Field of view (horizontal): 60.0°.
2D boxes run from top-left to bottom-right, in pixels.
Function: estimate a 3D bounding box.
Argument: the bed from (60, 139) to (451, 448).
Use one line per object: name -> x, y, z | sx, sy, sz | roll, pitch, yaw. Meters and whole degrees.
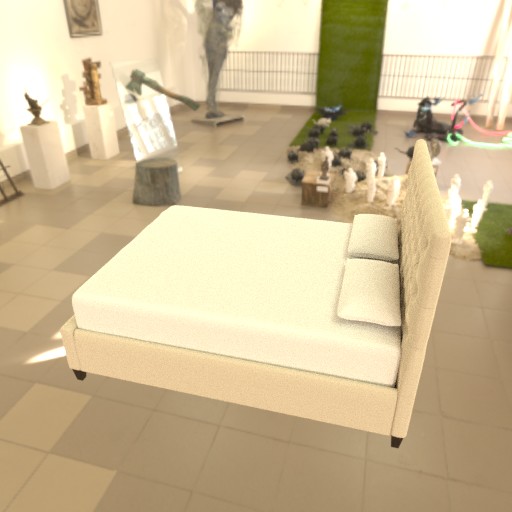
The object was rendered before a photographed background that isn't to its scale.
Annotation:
bed -> 0.000, 0.000, 3.213 | 2.233, 1.426, 1.696 | 7, 30, 13
